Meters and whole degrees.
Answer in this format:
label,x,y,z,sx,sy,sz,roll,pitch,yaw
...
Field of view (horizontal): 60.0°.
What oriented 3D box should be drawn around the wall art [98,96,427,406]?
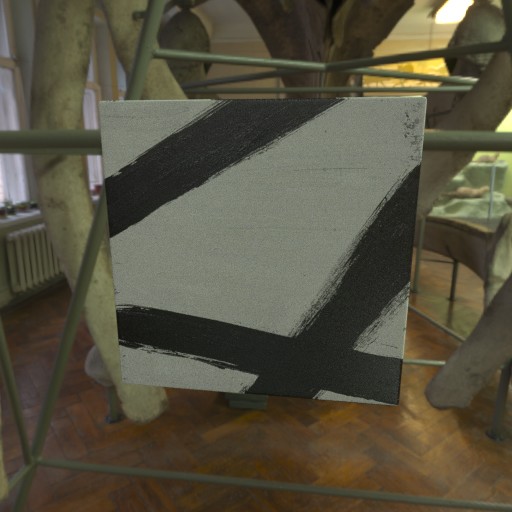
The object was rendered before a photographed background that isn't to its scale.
label,x,y,z,sx,sy,sz,roll,pitch,yaw
wall art,0.000,0.000,0.763,0.507,0.508,0.050,2,15,8
